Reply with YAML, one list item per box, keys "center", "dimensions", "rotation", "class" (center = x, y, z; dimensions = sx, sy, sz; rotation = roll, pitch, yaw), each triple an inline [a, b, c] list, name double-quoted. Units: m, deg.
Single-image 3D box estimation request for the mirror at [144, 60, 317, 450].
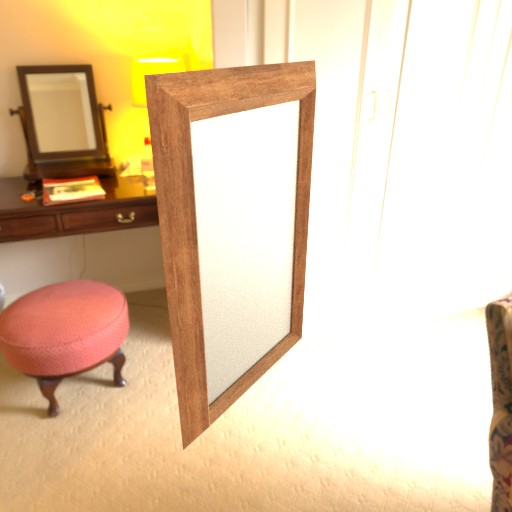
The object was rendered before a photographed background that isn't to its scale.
- center: [0.000, 0.000, 1.281]
  dimensions: [0.047, 1.010, 0.651]
  rotation: [18, 32, 32]
  class: "mirror"
